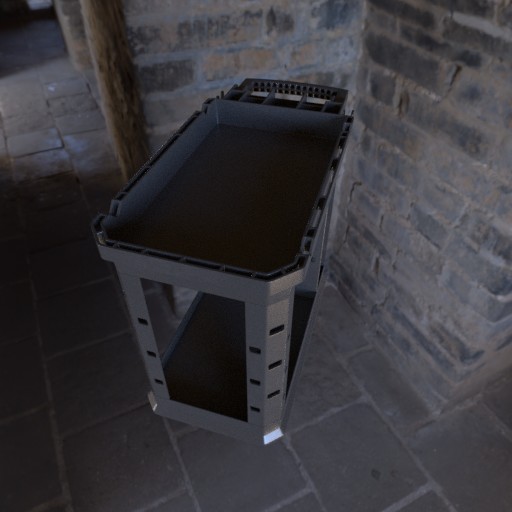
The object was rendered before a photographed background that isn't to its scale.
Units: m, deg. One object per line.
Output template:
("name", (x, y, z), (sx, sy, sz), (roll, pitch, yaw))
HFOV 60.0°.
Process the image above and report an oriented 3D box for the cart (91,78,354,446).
("cart", (0.000, 0.000, 1.573), (0.497, 0.884, 1.061), (12, 44, 13))
